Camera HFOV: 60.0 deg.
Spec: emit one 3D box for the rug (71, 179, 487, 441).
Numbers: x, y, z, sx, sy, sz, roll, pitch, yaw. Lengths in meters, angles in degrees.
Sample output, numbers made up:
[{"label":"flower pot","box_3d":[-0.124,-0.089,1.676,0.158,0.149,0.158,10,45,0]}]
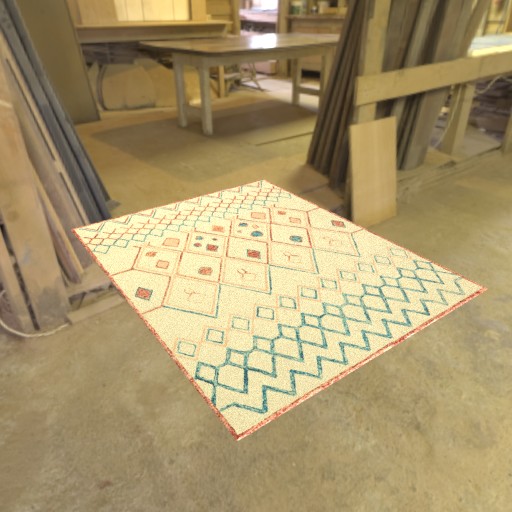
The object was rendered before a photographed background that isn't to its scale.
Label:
[{"label":"rug","box_3d":[0.000,0.000,4.047,2.441,0.016,3.050,-20,36,-30]}]
